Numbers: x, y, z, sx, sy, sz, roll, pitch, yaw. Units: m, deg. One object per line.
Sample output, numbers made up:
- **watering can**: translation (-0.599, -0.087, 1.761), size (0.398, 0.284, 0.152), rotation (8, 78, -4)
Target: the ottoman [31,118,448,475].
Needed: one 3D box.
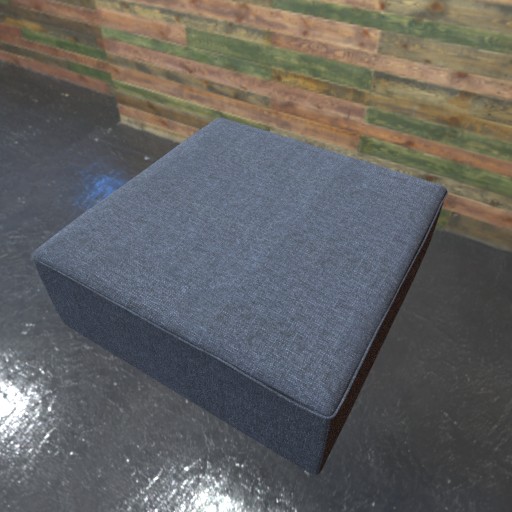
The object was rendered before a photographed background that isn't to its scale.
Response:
- **ottoman**: translation (0.000, 0.000, 1.567), size (1.017, 0.423, 1.023), rotation (24, 50, 22)
